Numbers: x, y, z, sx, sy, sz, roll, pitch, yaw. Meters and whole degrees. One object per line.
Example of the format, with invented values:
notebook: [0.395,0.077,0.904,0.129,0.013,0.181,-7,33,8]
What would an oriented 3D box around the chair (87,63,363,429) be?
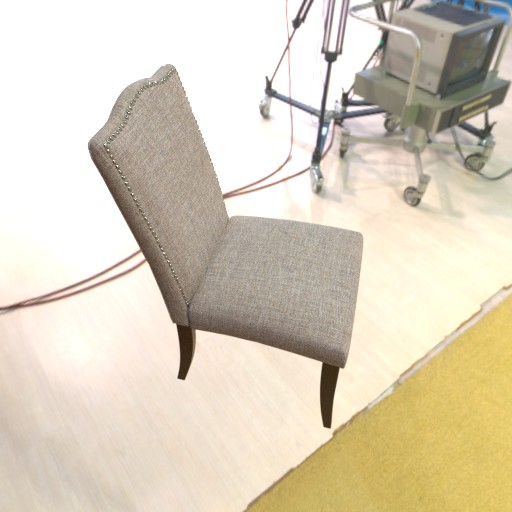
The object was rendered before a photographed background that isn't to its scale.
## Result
chair: [0.000,0.000,1.377,0.660,1.016,0.513,11,47,10]
